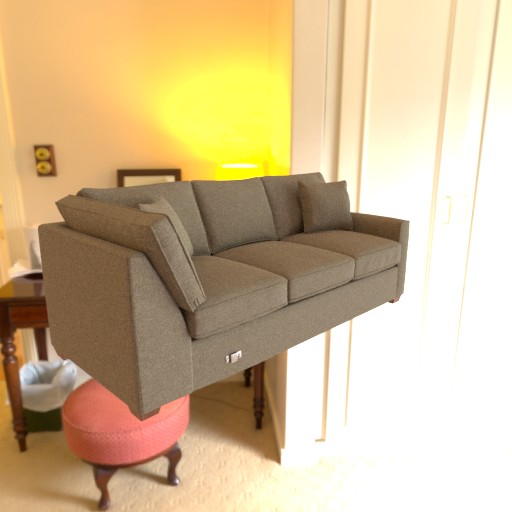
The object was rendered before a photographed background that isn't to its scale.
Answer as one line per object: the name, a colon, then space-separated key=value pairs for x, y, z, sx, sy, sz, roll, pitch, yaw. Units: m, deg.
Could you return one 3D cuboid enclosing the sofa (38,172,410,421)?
sofa: x=0.000 y=0.000 z=2.883 sx=2.317 sy=0.962 sz=1.061 roll=-13 pitch=19 yaw=-43
